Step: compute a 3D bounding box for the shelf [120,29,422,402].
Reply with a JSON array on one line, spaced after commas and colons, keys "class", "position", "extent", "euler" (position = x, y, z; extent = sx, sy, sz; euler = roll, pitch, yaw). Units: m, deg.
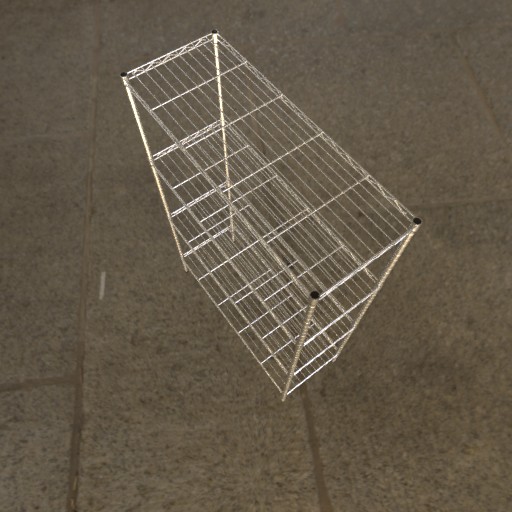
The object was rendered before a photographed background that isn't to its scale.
[{"class": "shelf", "position": [0.000, 0.000, 1.803], "extent": [0.352, 1.360, 0.907], "euler": [-33, 67, -16]}]
